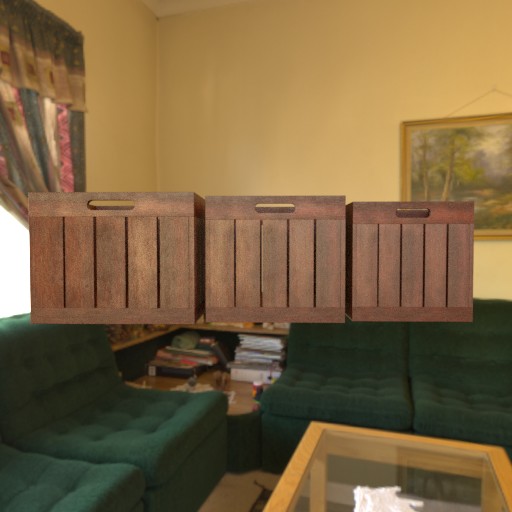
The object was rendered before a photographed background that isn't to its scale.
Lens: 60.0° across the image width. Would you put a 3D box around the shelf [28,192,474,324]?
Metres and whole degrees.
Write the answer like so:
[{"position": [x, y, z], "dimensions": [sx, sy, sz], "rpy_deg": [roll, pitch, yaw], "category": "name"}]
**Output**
[{"position": [0.000, 0.000, 1.232], "dimensions": [1.064, 0.311, 0.393], "rpy_deg": [0, 2, 1], "category": "shelf"}]
